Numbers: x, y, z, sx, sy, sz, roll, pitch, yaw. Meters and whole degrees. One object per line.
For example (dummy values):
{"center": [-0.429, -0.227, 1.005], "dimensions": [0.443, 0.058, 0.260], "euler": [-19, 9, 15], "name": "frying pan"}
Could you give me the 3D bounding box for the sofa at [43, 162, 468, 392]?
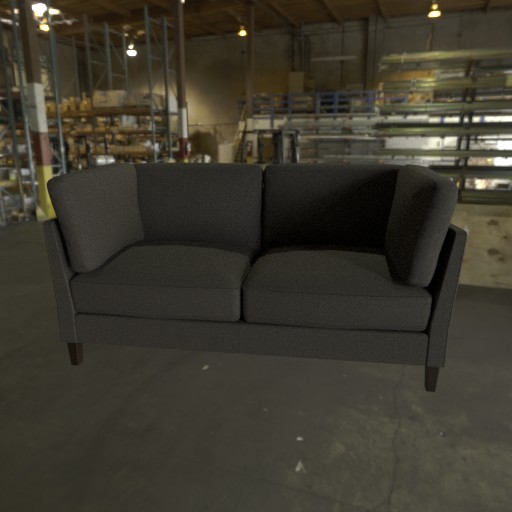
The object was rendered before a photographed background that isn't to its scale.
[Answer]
{"center": [0.000, 0.000, 2.272], "dimensions": [1.751, 0.920, 0.969], "euler": [2, 14, 8], "name": "sofa"}
